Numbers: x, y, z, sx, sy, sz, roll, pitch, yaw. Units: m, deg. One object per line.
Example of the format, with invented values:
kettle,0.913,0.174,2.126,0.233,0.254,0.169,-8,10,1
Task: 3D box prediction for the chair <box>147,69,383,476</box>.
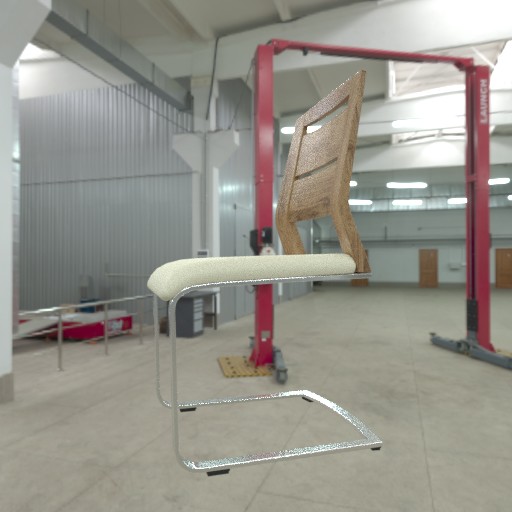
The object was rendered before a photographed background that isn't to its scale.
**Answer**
chair,0.000,0.000,1.224,0.561,0.955,0.457,0,-1,-18
